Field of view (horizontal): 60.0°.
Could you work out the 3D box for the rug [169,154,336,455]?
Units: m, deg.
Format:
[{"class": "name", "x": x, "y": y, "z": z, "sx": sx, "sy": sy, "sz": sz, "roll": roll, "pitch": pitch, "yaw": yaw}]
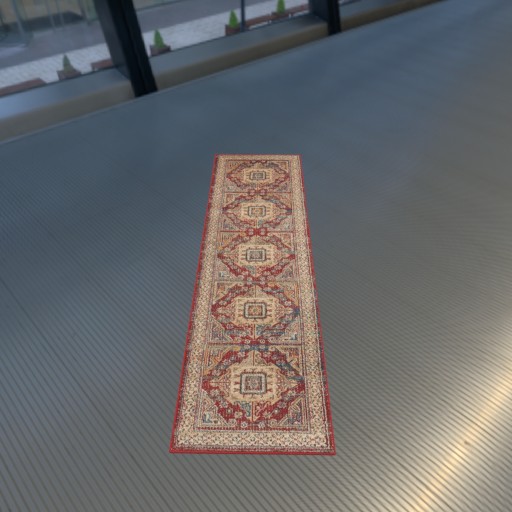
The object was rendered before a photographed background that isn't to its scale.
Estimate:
[{"class": "rug", "x": 0.000, "y": 0.000, "z": 2.585, "sx": 0.659, "sy": 0.015, "sz": 2.292, "roll": 0, "pitch": 43, "yaw": 1}]
